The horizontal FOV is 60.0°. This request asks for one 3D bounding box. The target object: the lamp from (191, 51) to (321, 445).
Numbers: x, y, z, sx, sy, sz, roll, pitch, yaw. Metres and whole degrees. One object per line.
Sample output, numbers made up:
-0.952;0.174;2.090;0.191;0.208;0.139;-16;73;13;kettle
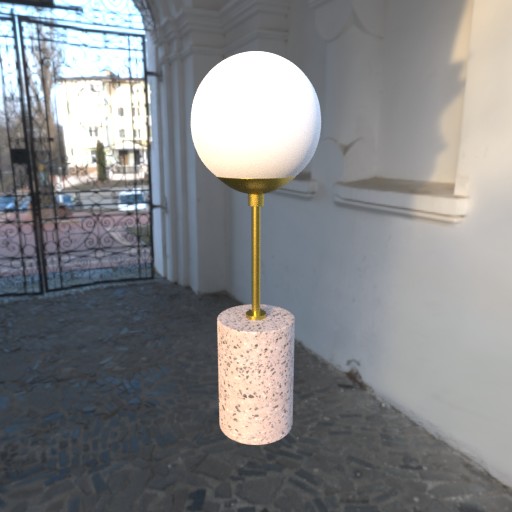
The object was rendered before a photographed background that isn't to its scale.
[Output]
0.000;0.000;0.565;0.153;0.480;0.153;0;14;0;lamp
